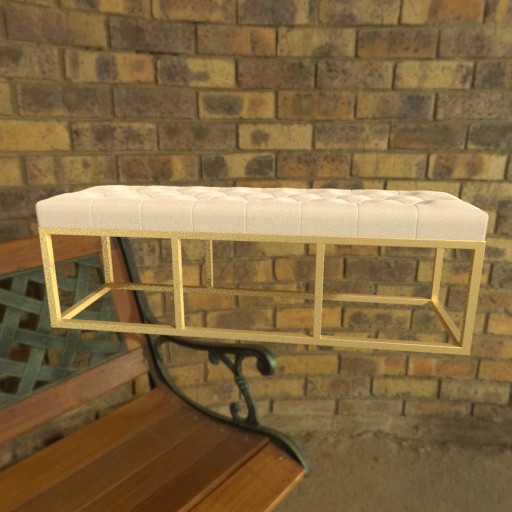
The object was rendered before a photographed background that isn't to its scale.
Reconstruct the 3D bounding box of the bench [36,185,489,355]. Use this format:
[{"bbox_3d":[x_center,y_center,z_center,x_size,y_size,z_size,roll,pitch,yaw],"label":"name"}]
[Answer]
[{"bbox_3d":[0.000,0.000,1.693,1.473,0.484,0.457,2,16,8],"label":"bench"}]
